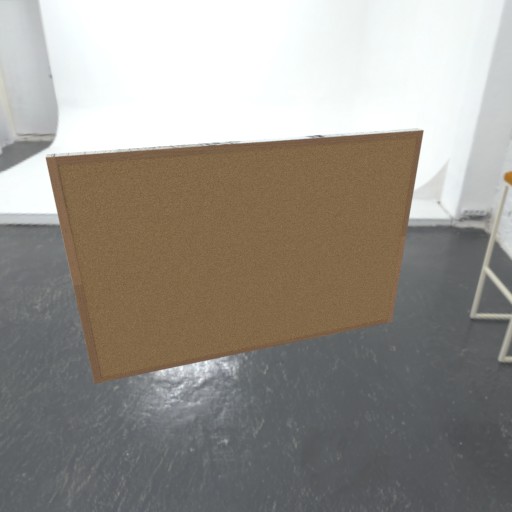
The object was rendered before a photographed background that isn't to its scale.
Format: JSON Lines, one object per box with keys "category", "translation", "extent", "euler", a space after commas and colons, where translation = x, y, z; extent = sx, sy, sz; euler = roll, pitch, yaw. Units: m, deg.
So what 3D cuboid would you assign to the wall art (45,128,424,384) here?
{"category": "wall art", "translation": [0.000, 0.000, 1.473], "extent": [1.141, 0.758, 0.035], "euler": [-8, 28, -16]}
